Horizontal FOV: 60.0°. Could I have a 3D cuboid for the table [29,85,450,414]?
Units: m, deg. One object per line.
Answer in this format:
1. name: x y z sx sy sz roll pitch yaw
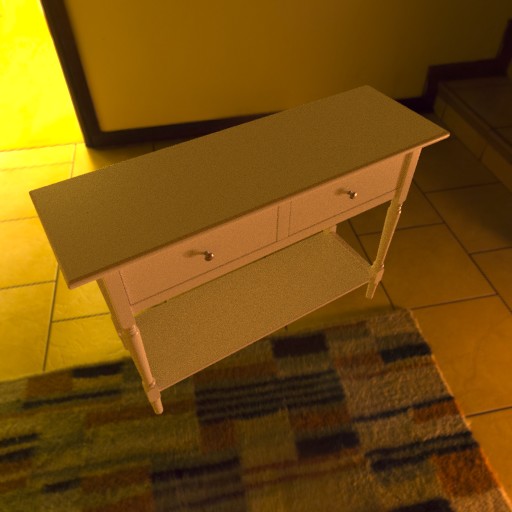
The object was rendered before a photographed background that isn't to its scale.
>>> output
1. table: 0.000 0.000 1.574 1.191 0.814 0.386 -24 51 -21
